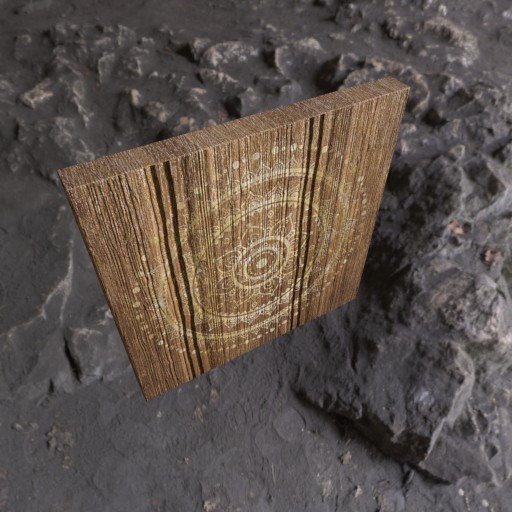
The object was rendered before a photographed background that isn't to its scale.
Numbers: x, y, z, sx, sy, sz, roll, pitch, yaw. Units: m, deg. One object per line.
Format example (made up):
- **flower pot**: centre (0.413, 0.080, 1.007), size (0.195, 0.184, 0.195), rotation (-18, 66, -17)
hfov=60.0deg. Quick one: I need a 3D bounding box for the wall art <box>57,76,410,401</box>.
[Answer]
- **wall art**: centre (0.000, 0.000, 0.614), size (0.406, 0.403, 0.039), rotation (-22, 50, -21)
